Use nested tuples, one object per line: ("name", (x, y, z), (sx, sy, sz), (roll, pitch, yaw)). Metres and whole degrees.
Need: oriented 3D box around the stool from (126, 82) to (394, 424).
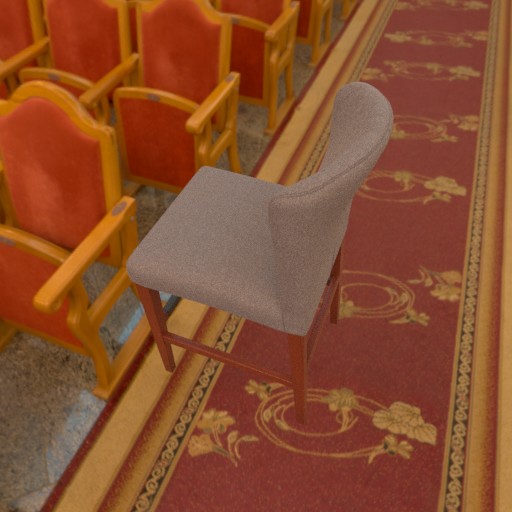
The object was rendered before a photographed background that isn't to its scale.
("stool", (0.000, 0.000, 1.282), (0.568, 0.968, 0.481), (16, 50, 14))
